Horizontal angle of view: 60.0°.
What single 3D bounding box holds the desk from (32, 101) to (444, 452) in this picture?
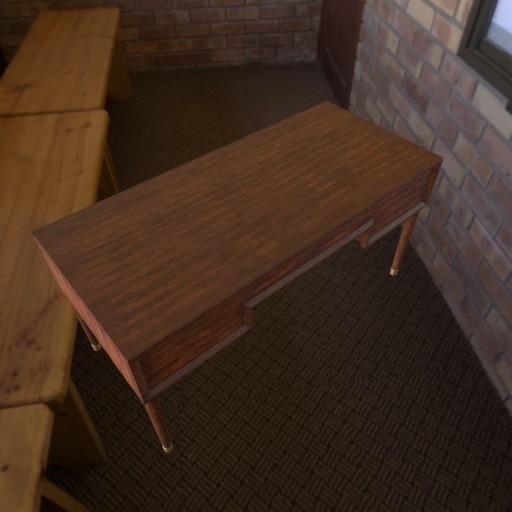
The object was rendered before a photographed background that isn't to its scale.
[{"bbox_3d":[0.000,0.000,2.072,1.575,0.762,0.724,-31,53,-27],"label":"desk"}]
